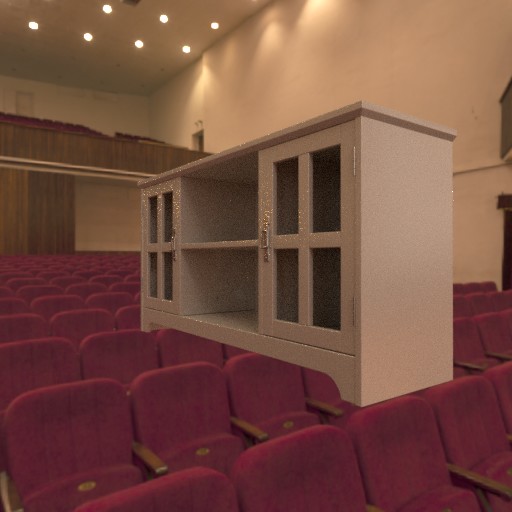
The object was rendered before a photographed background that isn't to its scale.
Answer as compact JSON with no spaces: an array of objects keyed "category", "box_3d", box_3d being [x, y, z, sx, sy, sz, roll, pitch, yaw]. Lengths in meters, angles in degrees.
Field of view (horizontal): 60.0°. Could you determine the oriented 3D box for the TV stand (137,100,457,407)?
[{"category":"TV stand","box_3d":[0.000,0.000,1.433,0.344,0.603,1.167,0,0,-36]}]
